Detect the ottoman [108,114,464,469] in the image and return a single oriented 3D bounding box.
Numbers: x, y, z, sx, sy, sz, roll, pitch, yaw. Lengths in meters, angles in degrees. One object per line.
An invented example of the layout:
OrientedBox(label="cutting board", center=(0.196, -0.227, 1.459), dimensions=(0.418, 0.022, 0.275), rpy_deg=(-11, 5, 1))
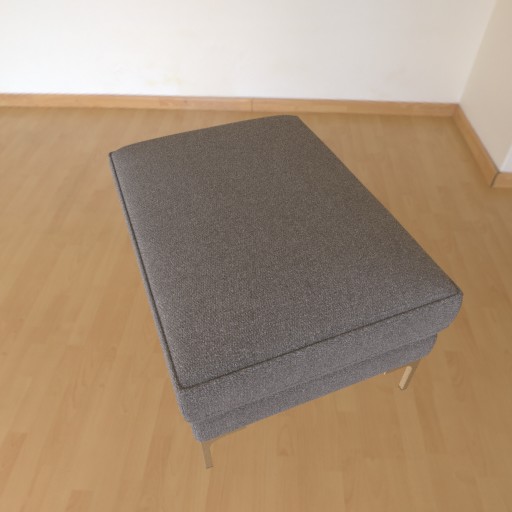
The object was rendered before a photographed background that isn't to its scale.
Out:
OrientedBox(label="ottoman", center=(0.000, 0.000, 1.148), dimensions=(0.583, 0.464, 0.785), rpy_deg=(-16, 47, -15))
